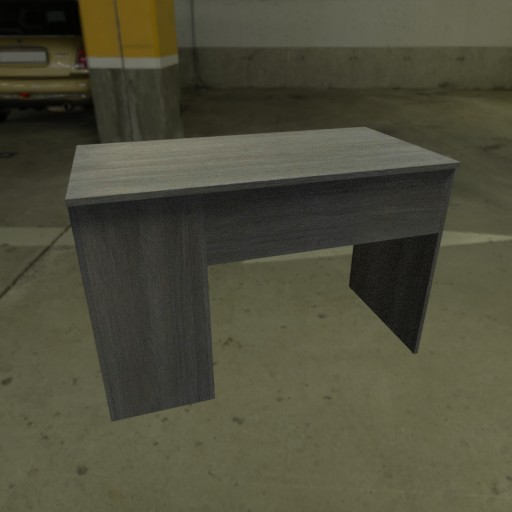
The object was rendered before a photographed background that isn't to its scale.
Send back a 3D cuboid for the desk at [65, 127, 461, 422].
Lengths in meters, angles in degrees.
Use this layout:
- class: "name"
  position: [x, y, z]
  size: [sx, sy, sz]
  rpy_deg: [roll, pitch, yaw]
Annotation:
- class: "desk"
  position: [0.000, 0.000, 1.568]
  size: [1.096, 0.730, 0.560]
  rpy_deg: [-8, 28, -15]
